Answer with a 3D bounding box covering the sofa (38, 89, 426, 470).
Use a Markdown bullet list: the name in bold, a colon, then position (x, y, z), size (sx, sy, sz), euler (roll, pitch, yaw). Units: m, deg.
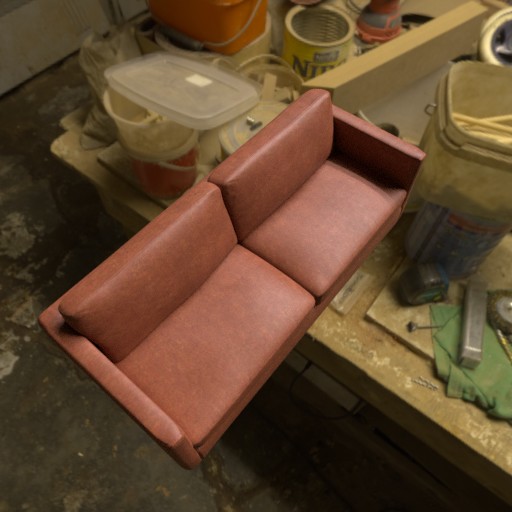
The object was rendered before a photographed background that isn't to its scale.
- **sofa**: position (0.000, 0.000, 2.638), size (0.950, 0.932, 2.204), euler (35, 64, 20)
